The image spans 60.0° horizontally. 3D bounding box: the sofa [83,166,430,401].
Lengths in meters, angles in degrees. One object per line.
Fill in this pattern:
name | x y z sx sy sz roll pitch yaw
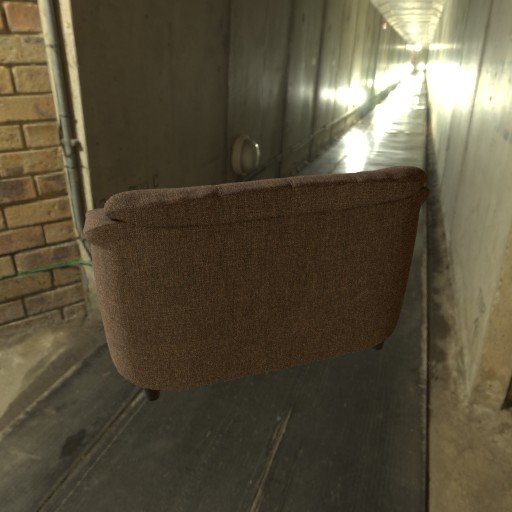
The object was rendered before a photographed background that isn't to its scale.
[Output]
sofa | 0.000 0.000 2.002 1.404 0.895 0.799 -8 27 -17
